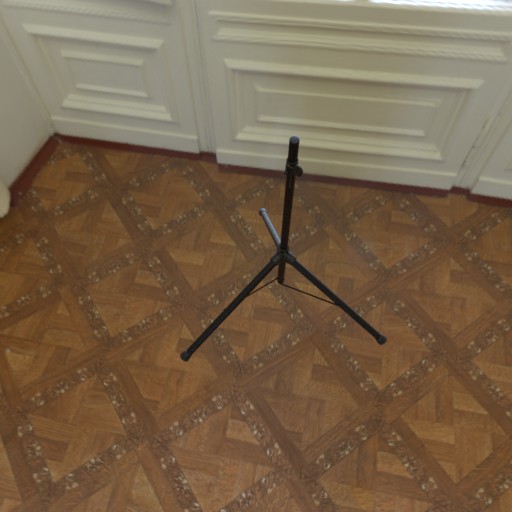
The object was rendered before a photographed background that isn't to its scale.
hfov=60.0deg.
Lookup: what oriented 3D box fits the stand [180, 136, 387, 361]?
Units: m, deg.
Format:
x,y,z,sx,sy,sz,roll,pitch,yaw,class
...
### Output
x,y,z,sx,sy,sz,roll,pitch,yaw,class
0.000,0.000,1.862,0.907,1.136,1.045,-31,63,-17,stand
